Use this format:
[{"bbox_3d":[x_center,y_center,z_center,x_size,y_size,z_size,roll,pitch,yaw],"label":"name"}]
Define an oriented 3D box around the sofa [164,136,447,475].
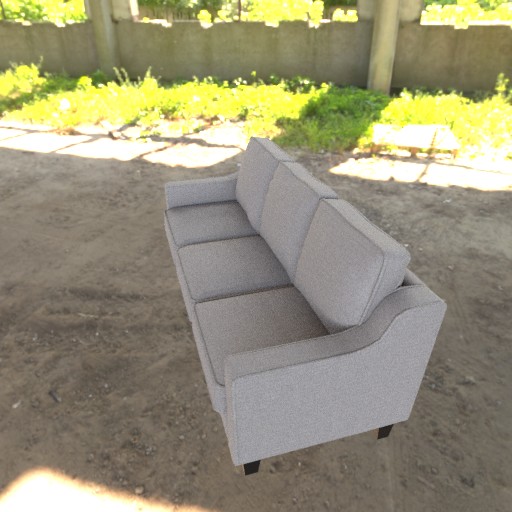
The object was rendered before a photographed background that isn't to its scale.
[{"bbox_3d":[0.000,0.000,2.607,0.899,0.950,2.129,-8,30,-14],"label":"sofa"}]
